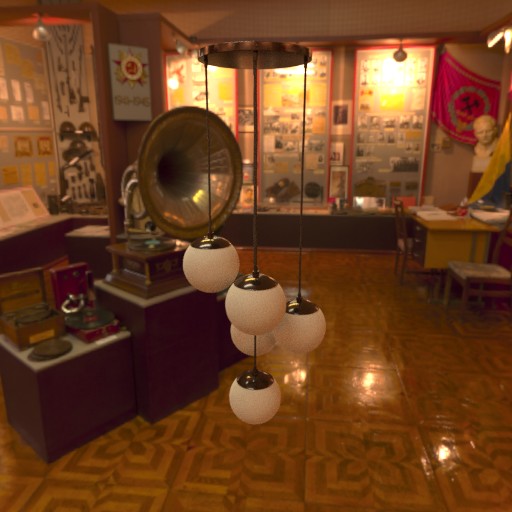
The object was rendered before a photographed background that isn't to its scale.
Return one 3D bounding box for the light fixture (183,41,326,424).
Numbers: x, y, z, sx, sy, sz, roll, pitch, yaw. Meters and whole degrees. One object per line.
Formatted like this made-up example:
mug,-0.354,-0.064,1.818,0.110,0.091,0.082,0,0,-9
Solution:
light fixture,0.000,0.000,1.505,0.489,1.271,0.484,2,15,9
